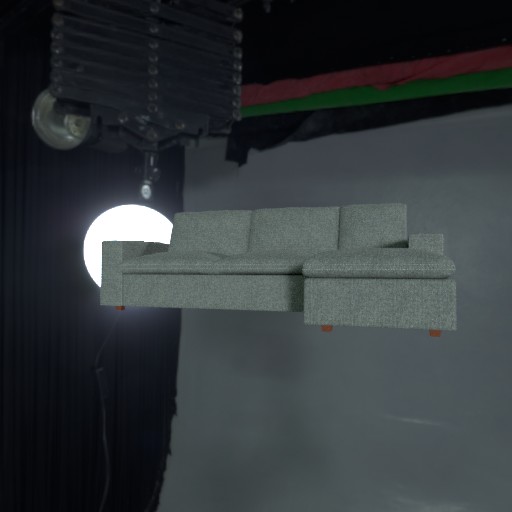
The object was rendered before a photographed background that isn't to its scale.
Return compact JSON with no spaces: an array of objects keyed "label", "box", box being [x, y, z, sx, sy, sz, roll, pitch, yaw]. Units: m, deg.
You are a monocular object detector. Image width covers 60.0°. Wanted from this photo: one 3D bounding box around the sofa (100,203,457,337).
[{"label":"sofa","box":[0.000,0.000,3.489,2.718,0.940,1.689,0,-1,18]}]
